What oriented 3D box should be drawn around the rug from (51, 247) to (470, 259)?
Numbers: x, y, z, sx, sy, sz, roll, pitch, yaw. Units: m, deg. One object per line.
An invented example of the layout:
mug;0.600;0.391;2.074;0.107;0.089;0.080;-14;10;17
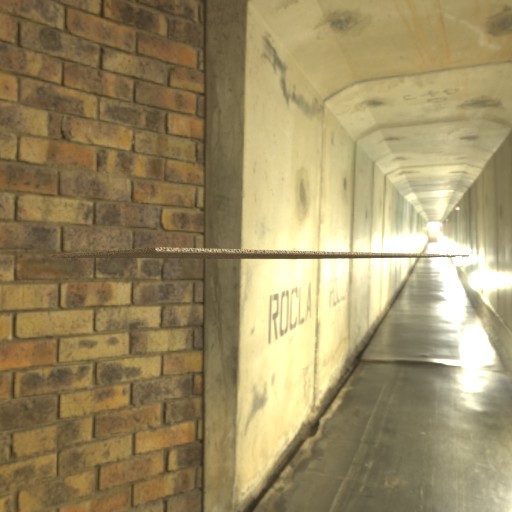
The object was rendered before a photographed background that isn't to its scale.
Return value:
rug;0.000;0.000;4.063;3.000;0.025;2.400;1;-1;-36
